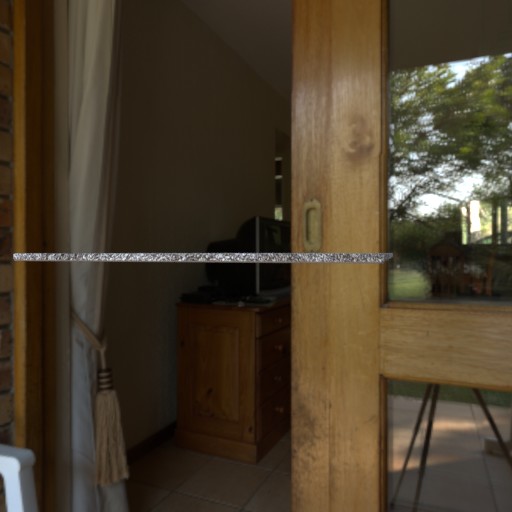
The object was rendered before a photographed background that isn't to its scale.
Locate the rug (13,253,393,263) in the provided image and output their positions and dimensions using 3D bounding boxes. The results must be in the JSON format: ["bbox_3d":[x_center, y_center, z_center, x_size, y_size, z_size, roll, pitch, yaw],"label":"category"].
[{"bbox_3d":[0.000,0.000,2.061,1.198,0.025,1.601,0,0,18],"label":"rug"}]
